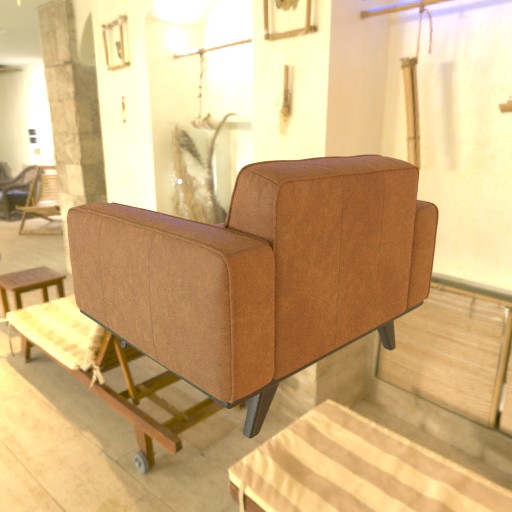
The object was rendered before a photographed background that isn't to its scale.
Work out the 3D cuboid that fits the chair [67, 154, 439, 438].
[{"bbox_3d":[0.000,0.000,1.731,1.118,0.782,0.952,-14,21,-41],"label":"chair"}]
